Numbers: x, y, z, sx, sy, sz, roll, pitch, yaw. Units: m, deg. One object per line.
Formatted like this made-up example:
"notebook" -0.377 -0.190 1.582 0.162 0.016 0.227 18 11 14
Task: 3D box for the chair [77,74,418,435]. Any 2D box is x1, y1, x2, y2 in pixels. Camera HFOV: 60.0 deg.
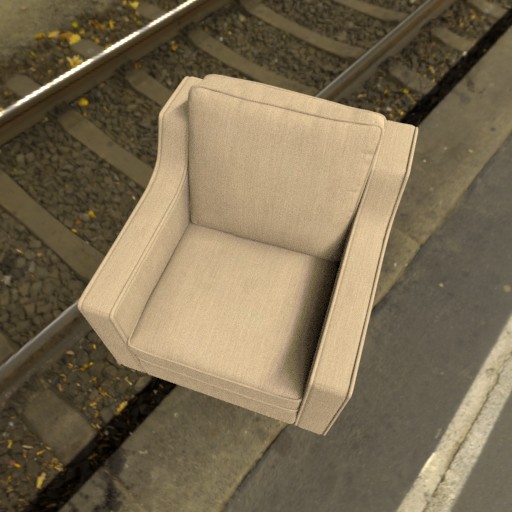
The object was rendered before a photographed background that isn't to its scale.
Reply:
"chair" 0.000 0.000 1.594 0.831 0.960 0.909 16 59 10
